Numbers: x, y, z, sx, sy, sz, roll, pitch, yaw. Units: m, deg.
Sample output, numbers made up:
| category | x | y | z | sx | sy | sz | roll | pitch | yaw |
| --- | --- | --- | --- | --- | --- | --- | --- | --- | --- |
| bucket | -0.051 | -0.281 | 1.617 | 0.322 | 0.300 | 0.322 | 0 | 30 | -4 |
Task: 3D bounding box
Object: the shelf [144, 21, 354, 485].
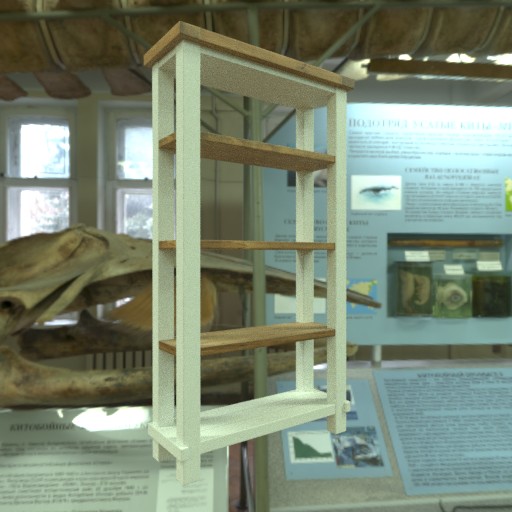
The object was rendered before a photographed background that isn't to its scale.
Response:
| category | x | y | z | sx | sy | sz | roll | pitch | yaw |
| --- | --- | --- | --- | --- | --- | --- | --- | --- | --- |
| shelf | 0.000 | 0.000 | 2.220 | 1.022 | 1.878 | 0.381 | 0 | 0 | -36 |
